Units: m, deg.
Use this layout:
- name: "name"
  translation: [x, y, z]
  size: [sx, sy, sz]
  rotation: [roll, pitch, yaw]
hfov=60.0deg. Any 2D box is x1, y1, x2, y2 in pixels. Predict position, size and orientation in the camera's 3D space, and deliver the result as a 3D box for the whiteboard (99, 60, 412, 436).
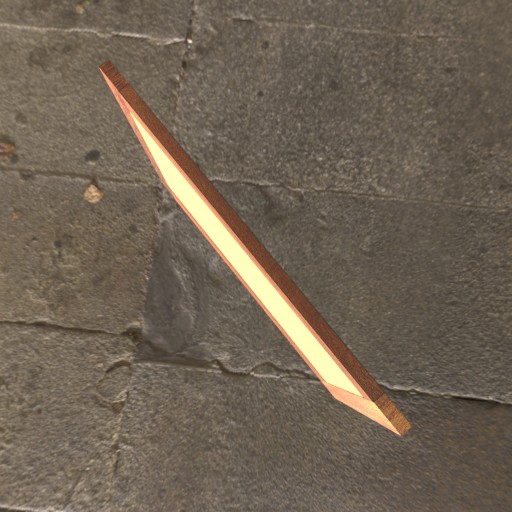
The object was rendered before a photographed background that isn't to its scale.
- name: "whiteboard"
  translation: [0.000, 0.000, 0.992]
  size: [0.083, 0.559, 0.783]
  rotation: [-38, 80, -8]
